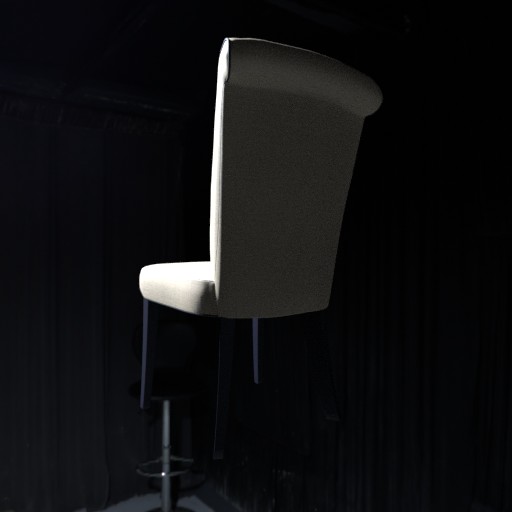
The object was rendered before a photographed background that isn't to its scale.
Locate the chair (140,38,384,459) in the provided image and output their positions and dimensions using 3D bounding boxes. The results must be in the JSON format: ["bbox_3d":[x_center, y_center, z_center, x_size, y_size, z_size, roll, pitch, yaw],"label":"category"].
[{"bbox_3d":[0.000,0.000,1.330,0.522,0.997,0.623,-1,1,-36],"label":"chair"}]
